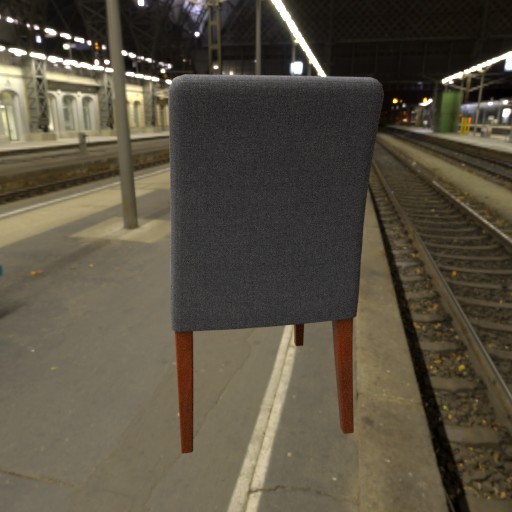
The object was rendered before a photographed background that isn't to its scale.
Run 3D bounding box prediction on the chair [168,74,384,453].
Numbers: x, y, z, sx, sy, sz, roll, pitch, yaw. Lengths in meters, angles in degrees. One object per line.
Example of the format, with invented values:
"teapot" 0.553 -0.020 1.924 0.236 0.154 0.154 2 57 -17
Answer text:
"chair" 0.000 0.000 1.325 0.508 0.952 0.655 -3 18 -9
